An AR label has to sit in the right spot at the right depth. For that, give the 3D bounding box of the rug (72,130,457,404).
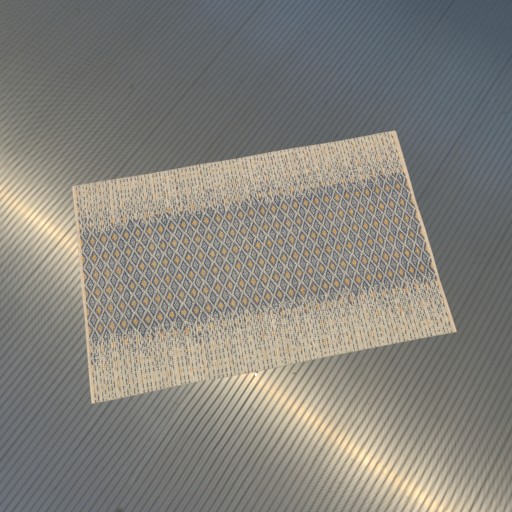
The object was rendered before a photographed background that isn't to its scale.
[{"bbox_3d":[0.000,0.000,3.106,2.448,0.008,1.541,-10,75,-3],"label":"rug"}]
